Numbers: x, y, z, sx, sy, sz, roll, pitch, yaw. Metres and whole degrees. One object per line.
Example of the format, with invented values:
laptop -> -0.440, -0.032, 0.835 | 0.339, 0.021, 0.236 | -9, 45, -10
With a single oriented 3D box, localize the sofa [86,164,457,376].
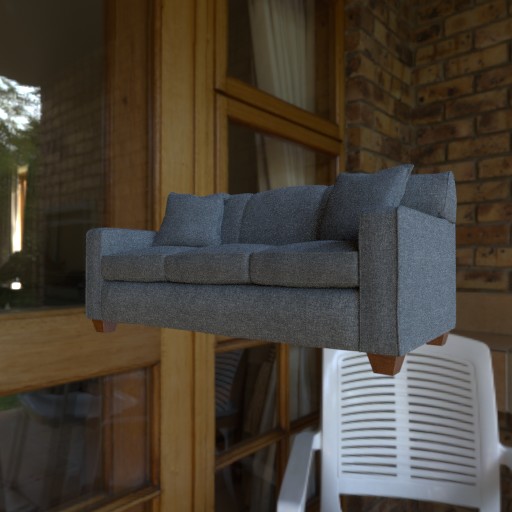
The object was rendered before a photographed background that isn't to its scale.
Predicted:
sofa -> 0.000, 0.000, 2.605 | 2.024, 0.958, 0.997 | -1, -1, 36
